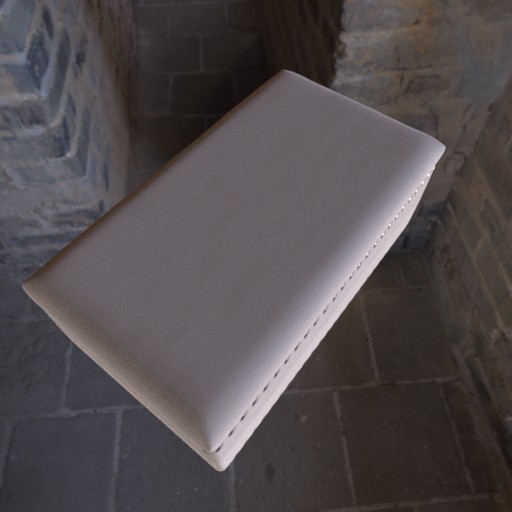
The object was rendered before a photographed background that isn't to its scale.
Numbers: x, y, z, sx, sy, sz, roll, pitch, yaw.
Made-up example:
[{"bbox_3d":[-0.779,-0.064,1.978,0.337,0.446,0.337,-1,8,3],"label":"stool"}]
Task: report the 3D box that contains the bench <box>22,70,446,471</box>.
[{"bbox_3d":[0.000,0.000,1.144,0.500,0.449,0.887,33,63,19],"label":"bench"}]
